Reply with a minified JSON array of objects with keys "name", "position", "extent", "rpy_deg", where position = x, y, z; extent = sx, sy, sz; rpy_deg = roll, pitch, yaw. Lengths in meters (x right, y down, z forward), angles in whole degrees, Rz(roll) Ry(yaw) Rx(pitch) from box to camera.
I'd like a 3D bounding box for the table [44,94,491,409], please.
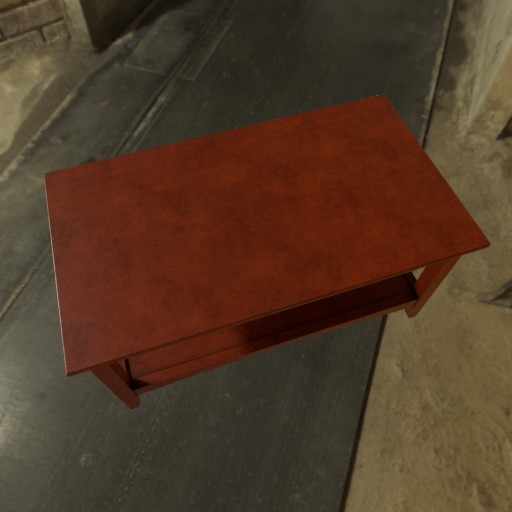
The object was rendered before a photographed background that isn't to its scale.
[{"name":"table","position":[0.000,0.000,1.247],"extent":[0.943,0.456,0.533],"rpy_deg":[-16,60,-9]}]
